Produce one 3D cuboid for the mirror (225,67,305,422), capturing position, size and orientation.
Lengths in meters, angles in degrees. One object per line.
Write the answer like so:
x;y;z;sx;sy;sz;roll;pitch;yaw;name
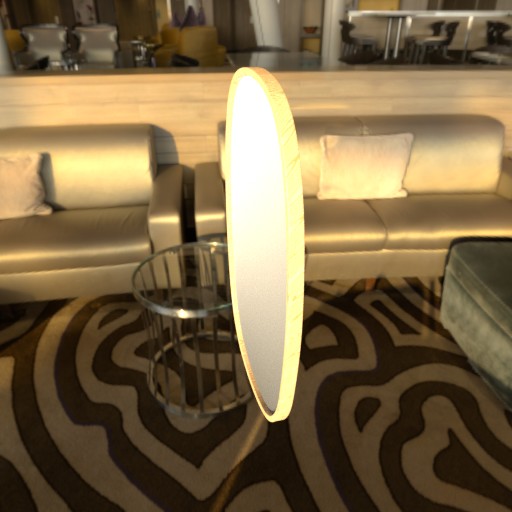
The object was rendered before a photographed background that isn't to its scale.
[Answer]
0.000;0.000;1.371;0.037;1.075;0.724;-7;29;-13;mirror
